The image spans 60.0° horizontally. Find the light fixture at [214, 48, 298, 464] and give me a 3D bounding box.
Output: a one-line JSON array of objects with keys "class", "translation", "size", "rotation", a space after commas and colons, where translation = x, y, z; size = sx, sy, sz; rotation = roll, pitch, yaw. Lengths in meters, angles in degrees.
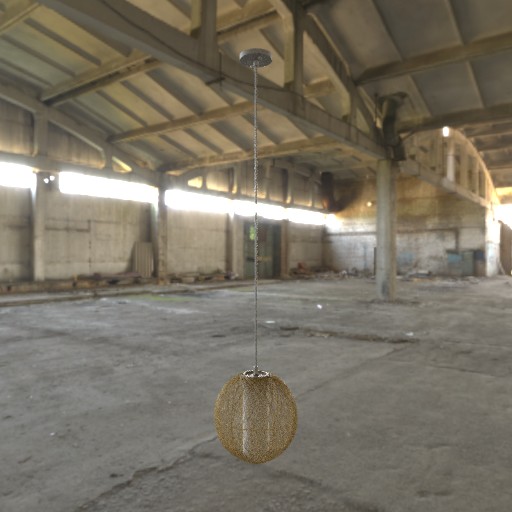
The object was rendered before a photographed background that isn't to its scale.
[{"class": "light fixture", "translation": [0.000, 0.000, 2.163], "size": [0.407, 1.955, 0.406], "rotation": [0, 0, 36]}]
